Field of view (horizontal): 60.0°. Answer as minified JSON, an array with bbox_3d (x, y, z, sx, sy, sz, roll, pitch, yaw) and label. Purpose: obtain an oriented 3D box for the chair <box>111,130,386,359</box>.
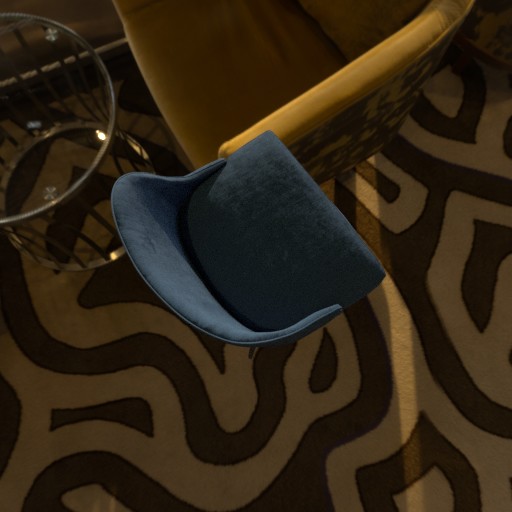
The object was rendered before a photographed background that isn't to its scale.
[{"bbox_3d":[0.000,0.000,1.225,0.489,0.927,0.526,-35,79,-8],"label":"chair"}]
